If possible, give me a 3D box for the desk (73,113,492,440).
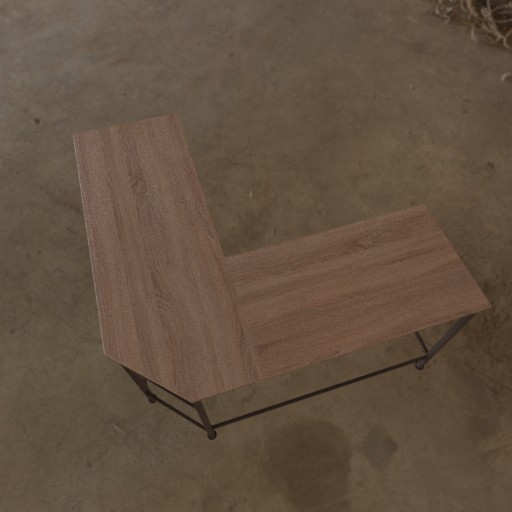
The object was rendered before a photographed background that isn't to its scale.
[{"bbox_3d":[0.000,0.000,2.176,1.379,0.739,1.379,-15,59,-9],"label":"desk"}]
